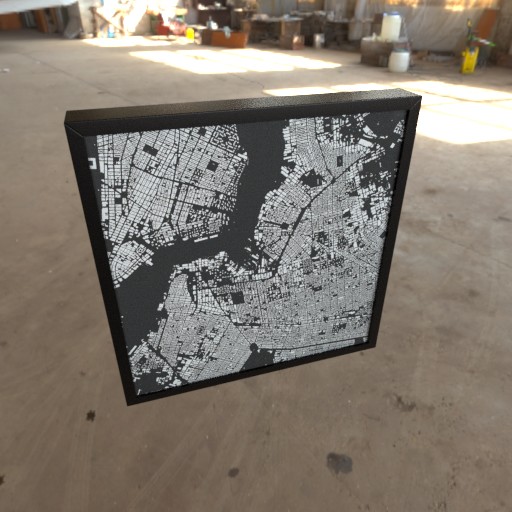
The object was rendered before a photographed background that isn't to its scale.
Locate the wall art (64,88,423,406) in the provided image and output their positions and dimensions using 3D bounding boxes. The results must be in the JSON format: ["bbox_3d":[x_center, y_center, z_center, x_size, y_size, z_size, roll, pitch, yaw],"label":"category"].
[{"bbox_3d":[0.000,0.000,0.447,0.299,0.299,0.037,-9,33,-15],"label":"wall art"}]
